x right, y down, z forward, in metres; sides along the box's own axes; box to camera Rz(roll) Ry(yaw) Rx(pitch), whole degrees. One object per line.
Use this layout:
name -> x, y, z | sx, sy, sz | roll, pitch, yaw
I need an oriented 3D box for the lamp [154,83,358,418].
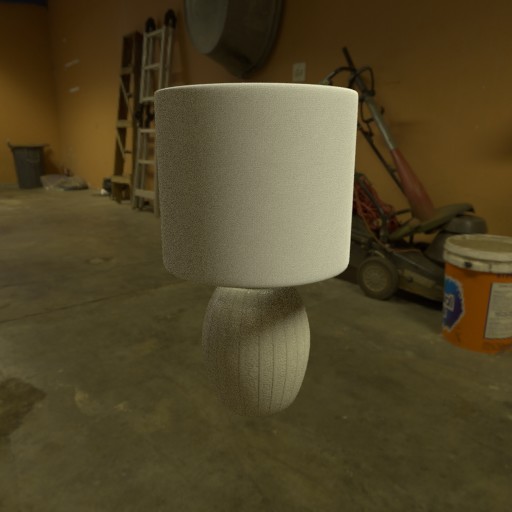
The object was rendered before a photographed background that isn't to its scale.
lamp -> 0.000, 0.000, 0.799 | 0.329, 0.570, 0.329 | 2, 15, 6
